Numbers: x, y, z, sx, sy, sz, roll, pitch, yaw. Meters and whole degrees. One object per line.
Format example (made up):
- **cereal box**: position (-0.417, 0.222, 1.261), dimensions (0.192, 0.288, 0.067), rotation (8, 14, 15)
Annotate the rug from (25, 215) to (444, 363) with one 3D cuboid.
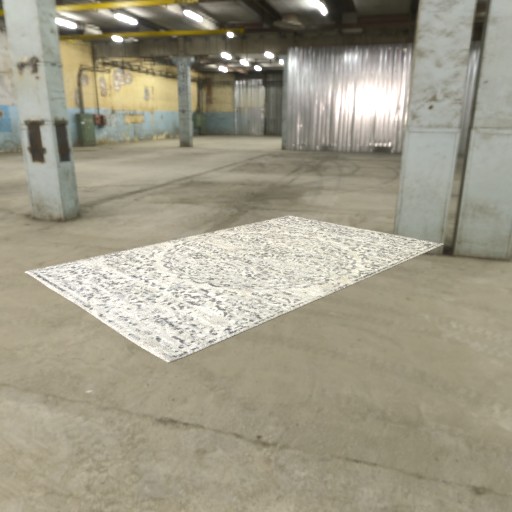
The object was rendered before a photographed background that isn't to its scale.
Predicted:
- **rug**: position (0.000, 0.000, 3.000), dimensions (2.447, 0.021, 1.527), rotation (-16, 23, -43)
